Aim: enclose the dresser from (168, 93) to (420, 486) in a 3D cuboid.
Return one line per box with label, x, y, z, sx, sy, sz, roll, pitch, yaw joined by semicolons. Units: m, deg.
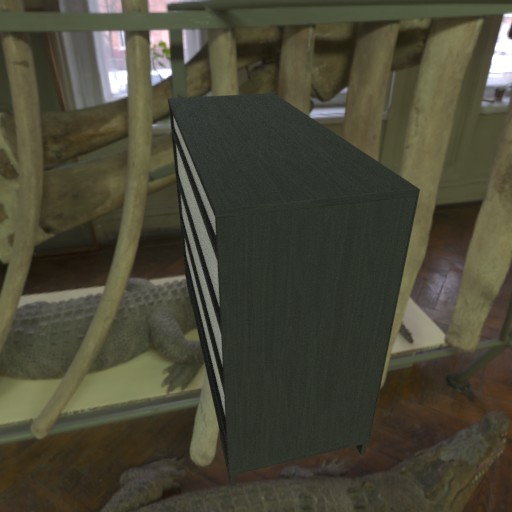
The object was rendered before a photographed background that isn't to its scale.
dresser;0.000;0.000;1.440;0.404;0.816;0.994;-7;31;-12
